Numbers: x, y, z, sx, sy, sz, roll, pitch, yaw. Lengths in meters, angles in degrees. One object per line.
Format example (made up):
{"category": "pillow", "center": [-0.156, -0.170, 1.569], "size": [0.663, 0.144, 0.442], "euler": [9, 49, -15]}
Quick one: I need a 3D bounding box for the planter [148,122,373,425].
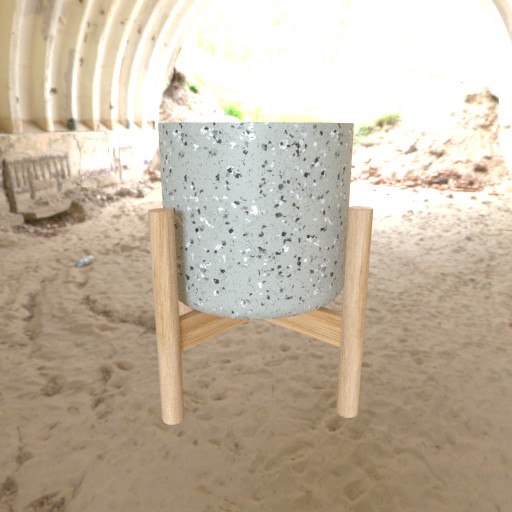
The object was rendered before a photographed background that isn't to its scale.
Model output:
{"category": "planter", "center": [0.000, 0.000, 0.557], "size": [0.284, 0.320, 0.284], "euler": [-8, 18, -25]}
